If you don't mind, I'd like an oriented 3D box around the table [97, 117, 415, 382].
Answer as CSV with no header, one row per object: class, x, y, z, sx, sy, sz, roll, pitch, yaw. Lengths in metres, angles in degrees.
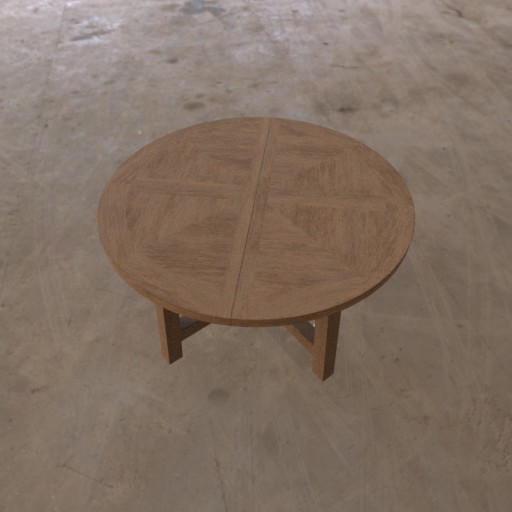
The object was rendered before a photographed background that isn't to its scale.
table,0.000,0.000,2.166,1.319,0.762,1.319,0,46,0
